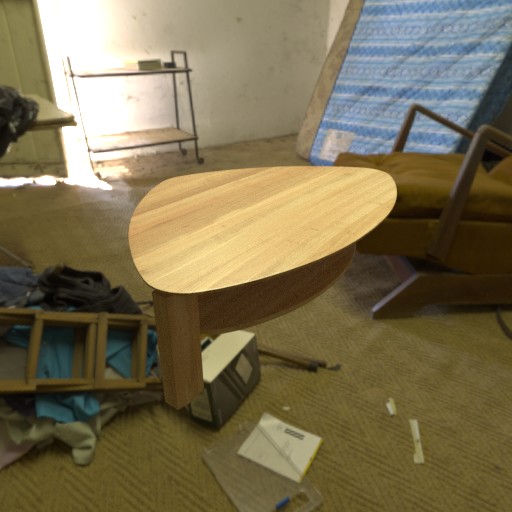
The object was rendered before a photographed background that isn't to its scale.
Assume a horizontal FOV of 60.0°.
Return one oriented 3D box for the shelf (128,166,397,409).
[{"bbox_3d":[0.000,0.000,1.649,0.863,0.439,1.240,18,32,32],"label":"shelf"}]
